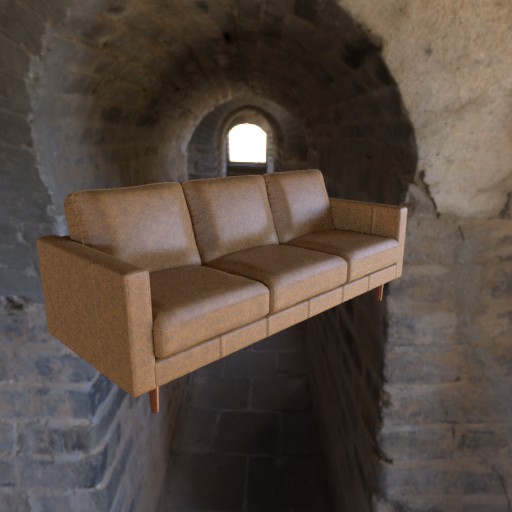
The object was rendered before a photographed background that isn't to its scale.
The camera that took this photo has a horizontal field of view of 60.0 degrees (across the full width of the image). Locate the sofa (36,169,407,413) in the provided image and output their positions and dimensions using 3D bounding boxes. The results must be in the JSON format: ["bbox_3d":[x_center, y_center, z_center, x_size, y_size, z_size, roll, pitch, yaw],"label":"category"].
[{"bbox_3d":[0.000,0.000,2.734,0.903,0.930,2.231,15,21,43],"label":"sofa"}]
